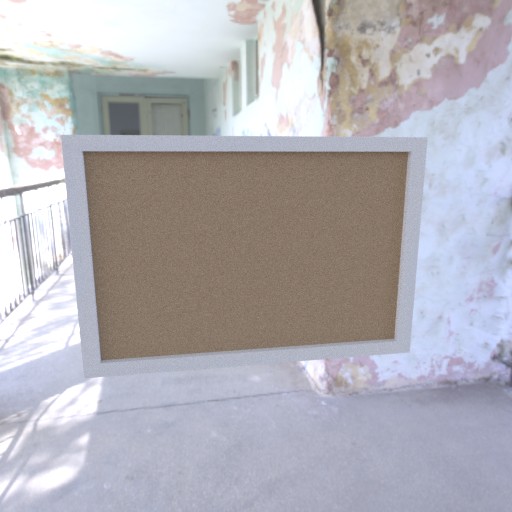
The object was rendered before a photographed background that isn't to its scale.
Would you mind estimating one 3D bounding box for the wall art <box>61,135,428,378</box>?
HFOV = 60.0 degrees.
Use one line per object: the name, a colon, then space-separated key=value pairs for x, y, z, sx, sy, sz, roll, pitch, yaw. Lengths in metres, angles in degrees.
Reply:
wall art: x=0.000 y=0.000 z=1.469 sx=1.144 sy=0.767 sz=0.038 roll=-2 pitch=13 yaw=-9
